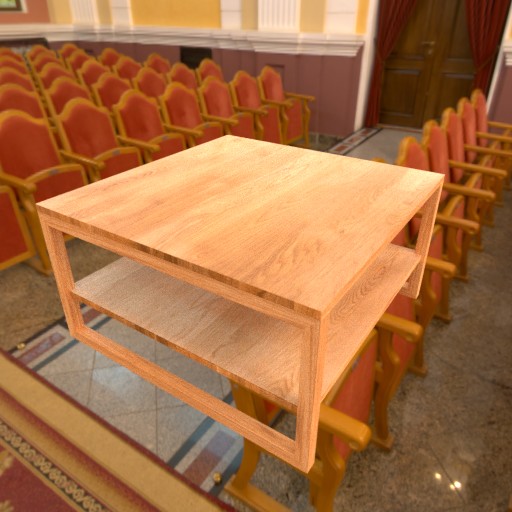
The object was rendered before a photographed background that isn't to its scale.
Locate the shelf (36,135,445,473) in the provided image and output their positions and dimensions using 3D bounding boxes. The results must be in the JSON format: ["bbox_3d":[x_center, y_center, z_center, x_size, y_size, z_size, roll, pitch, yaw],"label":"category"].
[{"bbox_3d":[0.000,0.000,1.476,0.899,0.480,0.899,19,35,29],"label":"shelf"}]
